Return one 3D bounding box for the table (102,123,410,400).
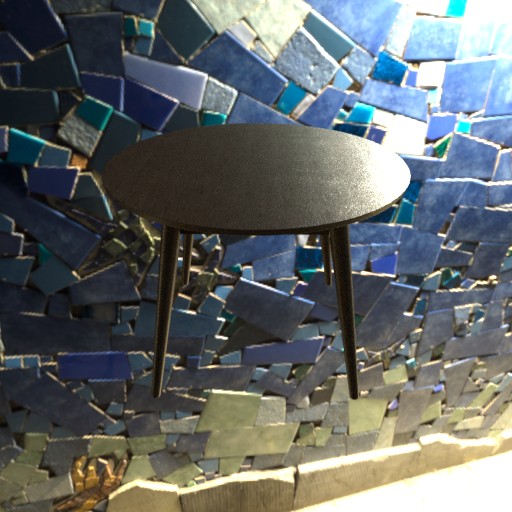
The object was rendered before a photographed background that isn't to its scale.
[{"bbox_3d":[0.000,0.000,1.779,1.053,0.786,1.053,0,31,0],"label":"table"}]
